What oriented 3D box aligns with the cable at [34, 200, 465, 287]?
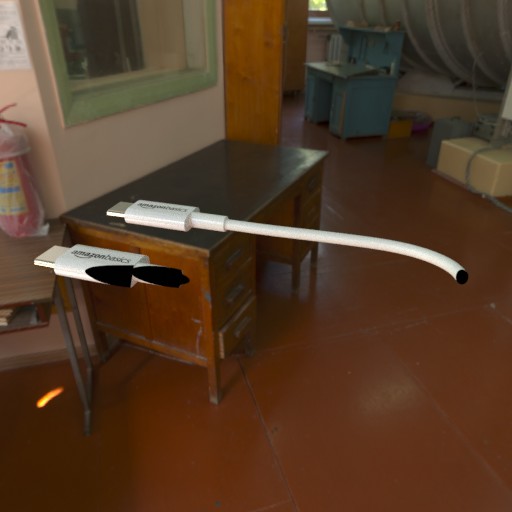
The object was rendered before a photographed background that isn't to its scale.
[{"bbox_3d":[0.000,0.000,0.108,0.098,0.005,0.041,9,31,15],"label":"cable"}]
